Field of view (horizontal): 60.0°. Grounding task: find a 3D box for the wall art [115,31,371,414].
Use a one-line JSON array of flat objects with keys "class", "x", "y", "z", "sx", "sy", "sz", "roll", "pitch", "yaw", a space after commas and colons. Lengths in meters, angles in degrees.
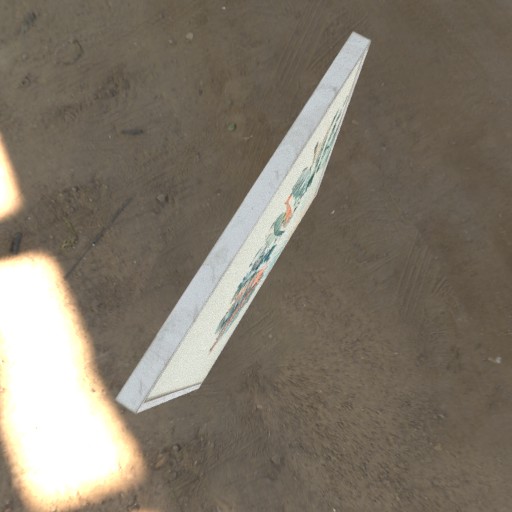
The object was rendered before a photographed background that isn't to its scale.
[{"class": "wall art", "x": 0.000, "y": 0.000, "z": 1.108, "sx": 0.038, "sy": 0.757, "sz": 0.760, "roll": 30, "pitch": 78, "yaw": 7}]
